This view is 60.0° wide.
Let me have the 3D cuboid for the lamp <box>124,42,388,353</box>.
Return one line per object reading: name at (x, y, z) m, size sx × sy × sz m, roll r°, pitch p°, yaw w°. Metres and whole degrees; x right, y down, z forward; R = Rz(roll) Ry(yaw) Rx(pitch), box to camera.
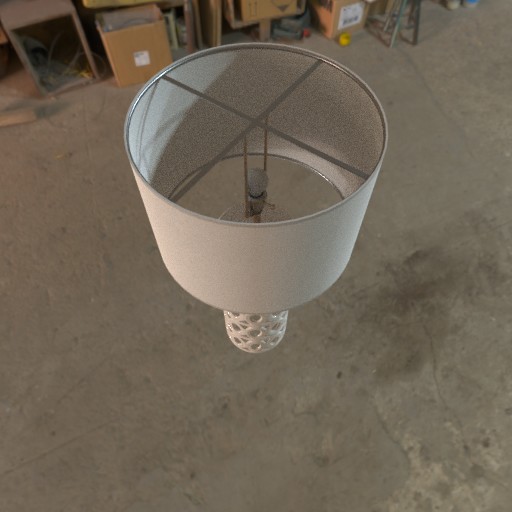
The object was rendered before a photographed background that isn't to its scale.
lamp at (0.000, 0.000, 0.820) m, size 0.324 × 0.636 × 0.325 m, roll 31°, pitch 63°, yaw 18°
